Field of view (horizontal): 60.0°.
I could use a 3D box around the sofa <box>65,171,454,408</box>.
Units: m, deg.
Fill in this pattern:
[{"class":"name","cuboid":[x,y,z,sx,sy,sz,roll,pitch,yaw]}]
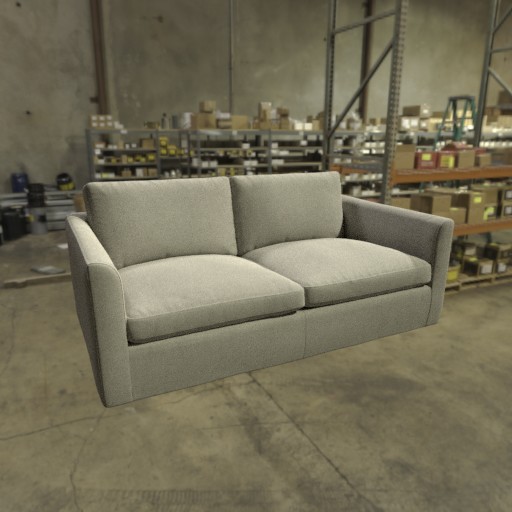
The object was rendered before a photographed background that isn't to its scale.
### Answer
[{"class":"sofa","cuboid":[0.000,0.000,2.521,1.905,0.839,1.091,-8,17,-25]}]
